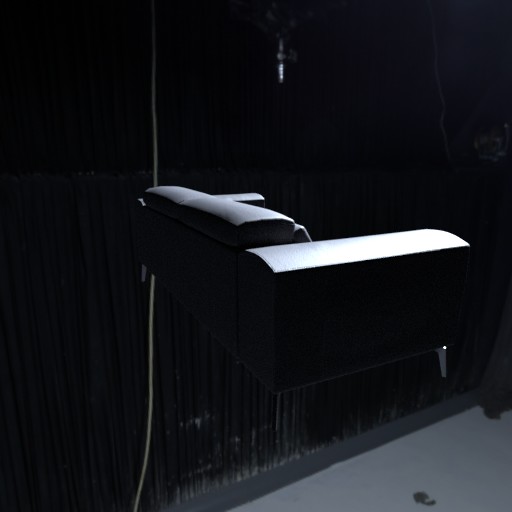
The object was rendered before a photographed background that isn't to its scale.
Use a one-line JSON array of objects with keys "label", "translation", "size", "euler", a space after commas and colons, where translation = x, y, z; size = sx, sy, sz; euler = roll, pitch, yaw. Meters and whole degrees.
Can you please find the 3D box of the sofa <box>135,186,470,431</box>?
[{"label": "sofa", "translation": [0.000, 0.000, 2.833], "size": [1.048, 0.814, 2.330], "euler": [-7, 15, -26]}]
